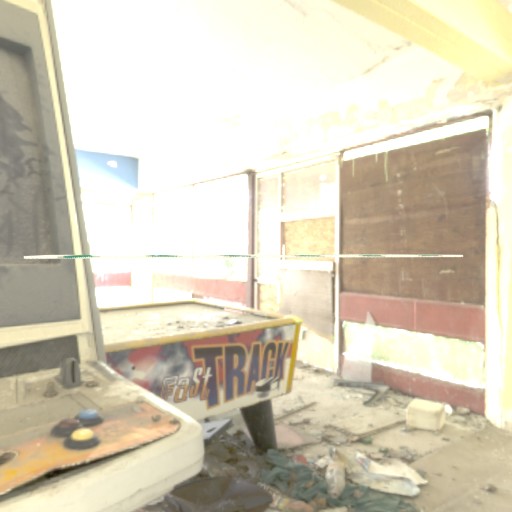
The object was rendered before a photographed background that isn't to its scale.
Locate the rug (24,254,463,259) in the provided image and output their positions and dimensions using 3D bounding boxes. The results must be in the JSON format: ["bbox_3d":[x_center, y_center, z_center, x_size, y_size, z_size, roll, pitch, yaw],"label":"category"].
[{"bbox_3d":[0.000,0.000,2.731,2.438,0.012,0.768,0,1,-17],"label":"rug"}]
